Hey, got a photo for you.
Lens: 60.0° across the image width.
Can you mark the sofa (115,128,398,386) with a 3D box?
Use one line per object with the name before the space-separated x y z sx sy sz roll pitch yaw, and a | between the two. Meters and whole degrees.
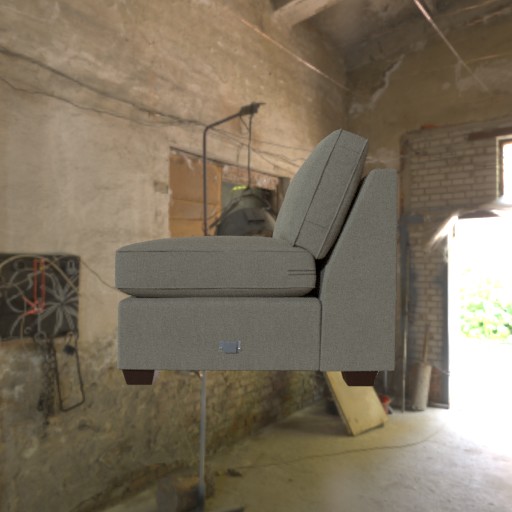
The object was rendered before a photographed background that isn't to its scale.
sofa | 0.000 0.000 2.743 1.127 1.036 2.092 0 0 1
